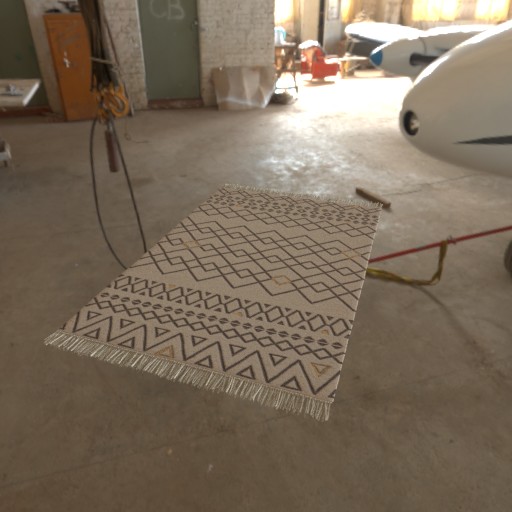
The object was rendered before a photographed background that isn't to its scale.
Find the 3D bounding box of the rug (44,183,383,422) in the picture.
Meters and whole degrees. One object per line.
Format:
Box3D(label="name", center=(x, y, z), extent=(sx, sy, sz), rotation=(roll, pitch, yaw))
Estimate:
Box3D(label="rug", center=(0.000, 0.000, 2.519), extent=(1.224, 0.028, 2.023), rotation=(10, 31, 17))
